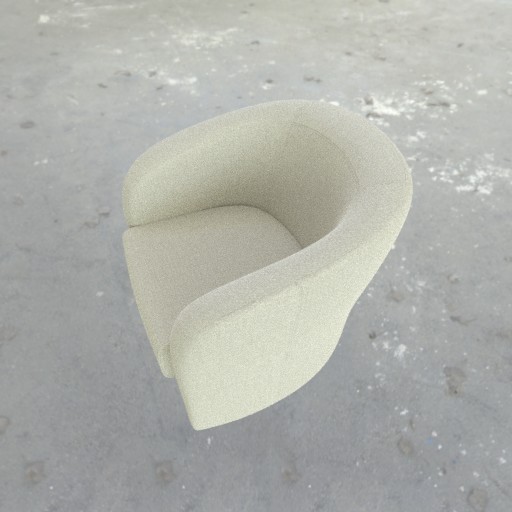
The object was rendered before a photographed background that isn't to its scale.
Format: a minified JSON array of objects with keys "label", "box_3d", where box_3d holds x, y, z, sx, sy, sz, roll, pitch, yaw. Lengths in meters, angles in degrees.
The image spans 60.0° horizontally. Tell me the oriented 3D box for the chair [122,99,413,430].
[{"label":"chair","box_3d":[0.000,0.000,1.468,0.815,0.771,0.791,-17,48,-16]}]
